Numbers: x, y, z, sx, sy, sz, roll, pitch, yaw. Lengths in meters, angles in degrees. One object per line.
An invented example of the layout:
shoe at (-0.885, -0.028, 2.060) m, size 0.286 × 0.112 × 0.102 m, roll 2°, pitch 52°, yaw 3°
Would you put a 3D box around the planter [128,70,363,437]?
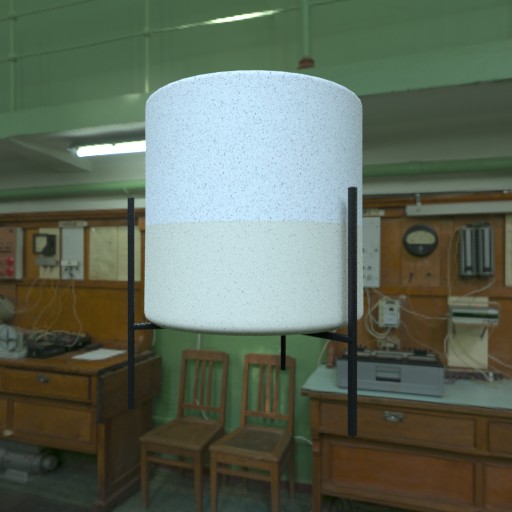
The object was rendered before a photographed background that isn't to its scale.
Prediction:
planter at (0.000, 0.000, 0.663) m, size 0.313 × 0.423 × 0.335 m, roll 0°, pitch 0°, yaw 17°
